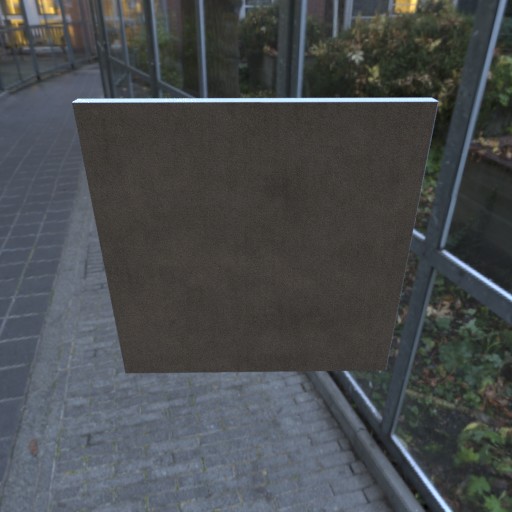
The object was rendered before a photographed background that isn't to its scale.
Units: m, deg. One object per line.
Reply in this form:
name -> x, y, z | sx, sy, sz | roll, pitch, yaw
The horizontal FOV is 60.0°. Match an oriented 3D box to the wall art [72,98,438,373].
wall art -> 0.000, 0.000, 0.672 | 0.455, 0.453, 0.023 | 0, 30, -1
